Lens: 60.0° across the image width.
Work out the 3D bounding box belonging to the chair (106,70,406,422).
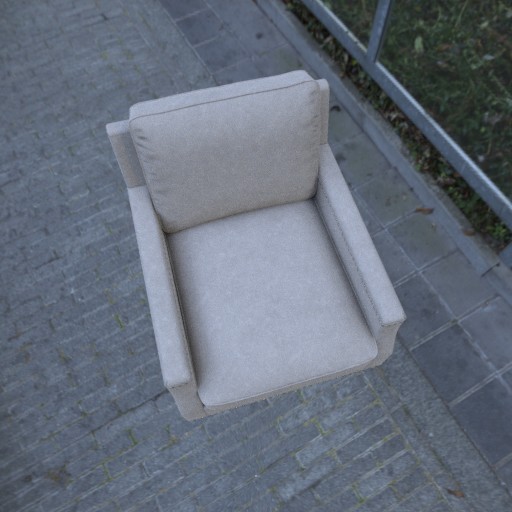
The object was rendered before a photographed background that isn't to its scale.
[{"bbox_3d":[0.000,0.000,1.727,0.853,0.943,1.014,-14,64,-7],"label":"chair"}]
